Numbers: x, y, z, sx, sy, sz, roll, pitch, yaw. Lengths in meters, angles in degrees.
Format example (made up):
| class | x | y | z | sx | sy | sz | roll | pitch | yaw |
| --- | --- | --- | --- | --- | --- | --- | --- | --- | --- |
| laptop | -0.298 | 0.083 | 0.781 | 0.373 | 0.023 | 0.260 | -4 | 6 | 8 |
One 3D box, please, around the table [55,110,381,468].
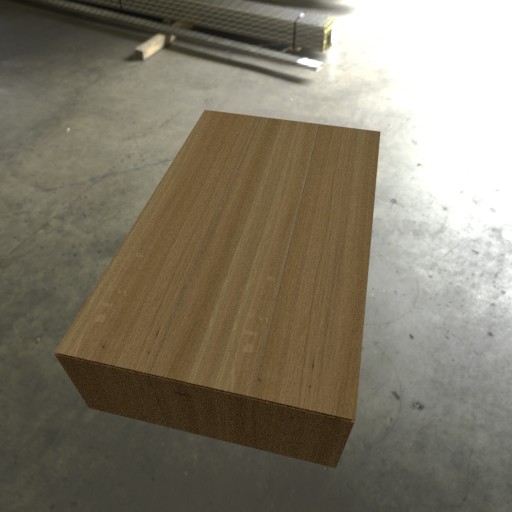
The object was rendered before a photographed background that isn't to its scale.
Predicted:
| class | x | y | z | sx | sy | sz | roll | pitch | yaw |
| --- | --- | --- | --- | --- | --- | --- | --- | --- | --- |
| table | 0.000 | 0.000 | 1.446 | 0.678 | 0.353 | 1.110 | 10 | 48 | 9 |
